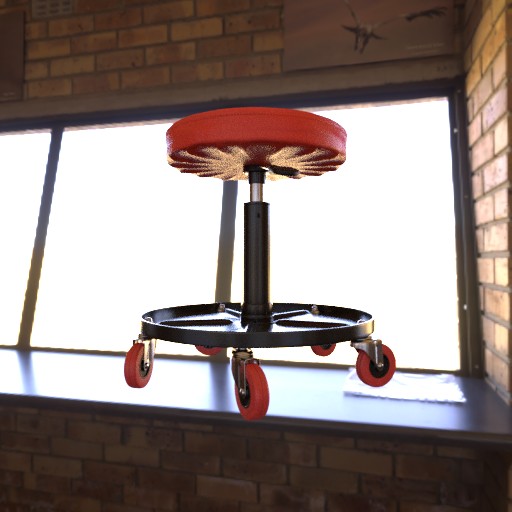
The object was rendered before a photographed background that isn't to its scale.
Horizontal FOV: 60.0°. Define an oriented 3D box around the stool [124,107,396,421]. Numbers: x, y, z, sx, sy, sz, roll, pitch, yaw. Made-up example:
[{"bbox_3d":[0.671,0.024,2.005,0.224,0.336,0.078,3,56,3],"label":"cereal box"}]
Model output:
[{"bbox_3d":[0.000,0.000,0.665,0.381,0.365,0.382,0,0,-18],"label":"stool"}]
